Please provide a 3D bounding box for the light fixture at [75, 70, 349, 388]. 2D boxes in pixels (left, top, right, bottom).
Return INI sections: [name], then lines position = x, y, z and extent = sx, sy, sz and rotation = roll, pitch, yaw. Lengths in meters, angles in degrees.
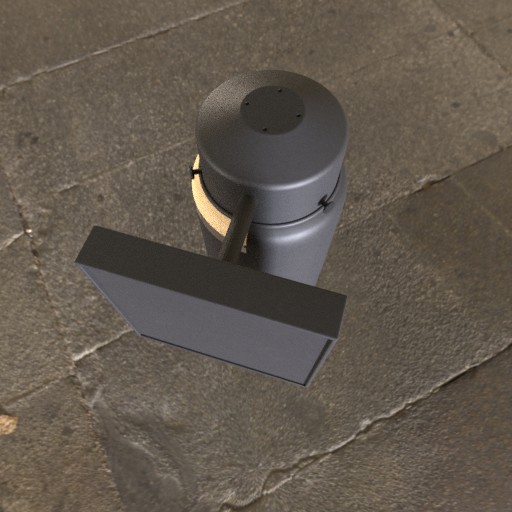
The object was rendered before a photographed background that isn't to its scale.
[light fixture]
position = 0.000, 0.000, 0.356
extent = 0.130, 0.257, 0.176
rotation = 15, 65, 7
